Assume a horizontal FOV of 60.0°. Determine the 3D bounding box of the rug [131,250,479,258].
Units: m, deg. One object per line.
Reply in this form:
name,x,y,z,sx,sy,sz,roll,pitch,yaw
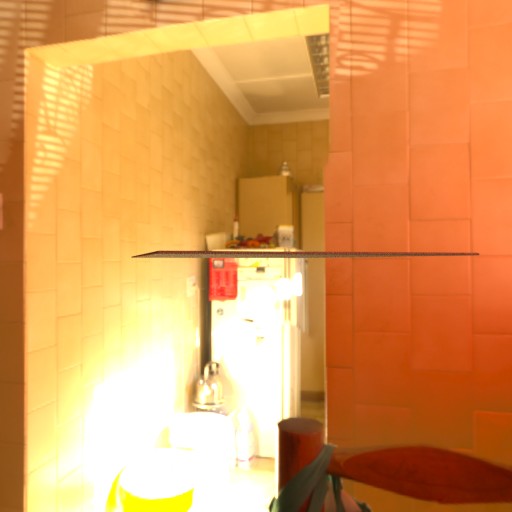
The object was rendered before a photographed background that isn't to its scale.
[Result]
rug,0.000,0.000,2.381,1.219,0.010,1.829,0,-1,-18
